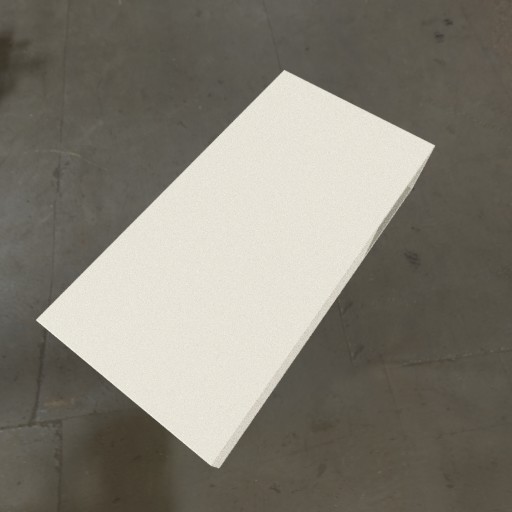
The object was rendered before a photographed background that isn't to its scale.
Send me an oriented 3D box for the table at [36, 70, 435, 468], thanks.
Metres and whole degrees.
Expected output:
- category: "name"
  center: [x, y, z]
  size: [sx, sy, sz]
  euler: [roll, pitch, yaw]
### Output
- category: "table"
  center: [0.000, 0.000, 1.533]
  size: [0.609, 0.432, 1.194]
  euler: [33, 68, 15]
